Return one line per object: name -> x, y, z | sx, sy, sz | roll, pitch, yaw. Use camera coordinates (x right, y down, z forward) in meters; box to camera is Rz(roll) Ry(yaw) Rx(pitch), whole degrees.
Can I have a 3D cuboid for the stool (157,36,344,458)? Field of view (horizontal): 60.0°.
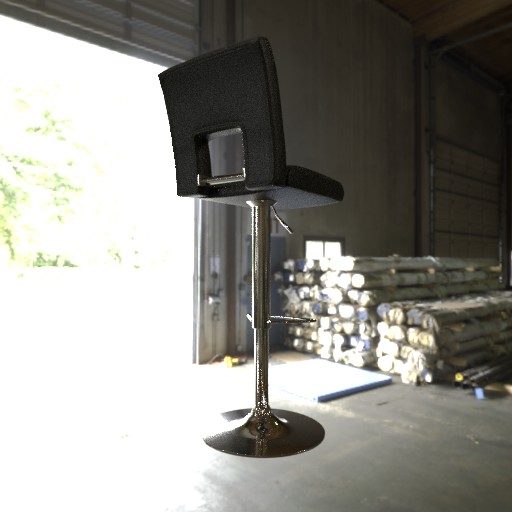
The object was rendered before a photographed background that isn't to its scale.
stool -> 0.000, 0.000, 1.442 | 0.415, 1.151, 0.520 | 0, -1, 36
